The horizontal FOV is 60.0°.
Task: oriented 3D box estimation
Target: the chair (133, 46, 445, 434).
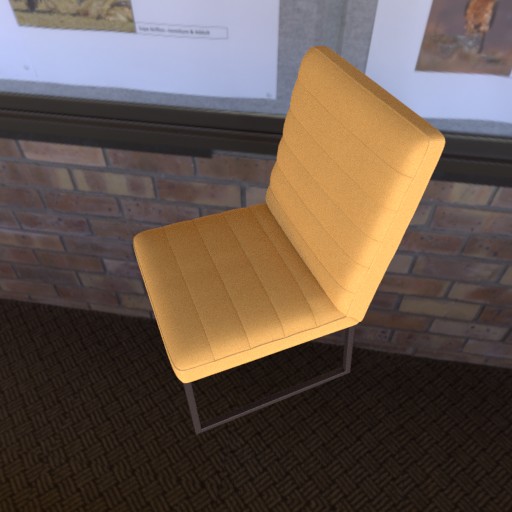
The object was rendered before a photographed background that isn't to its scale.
[{"bbox_3d":[0.000,0.000,1.274,0.634,0.930,0.520,-17,49,-15],"label":"chair"}]
